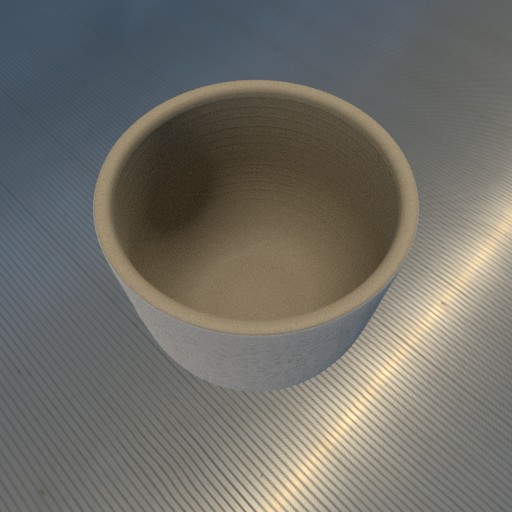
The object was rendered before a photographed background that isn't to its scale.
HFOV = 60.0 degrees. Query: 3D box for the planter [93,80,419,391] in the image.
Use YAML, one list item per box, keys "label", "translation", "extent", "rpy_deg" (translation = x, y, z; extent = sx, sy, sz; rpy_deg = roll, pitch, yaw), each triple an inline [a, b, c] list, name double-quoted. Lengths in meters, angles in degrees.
- label: "planter"
  translation: [0.000, 0.000, 0.218]
  extent: [0.124, 0.109, 0.124]
  rpy_deg: [0, 59, 0]
